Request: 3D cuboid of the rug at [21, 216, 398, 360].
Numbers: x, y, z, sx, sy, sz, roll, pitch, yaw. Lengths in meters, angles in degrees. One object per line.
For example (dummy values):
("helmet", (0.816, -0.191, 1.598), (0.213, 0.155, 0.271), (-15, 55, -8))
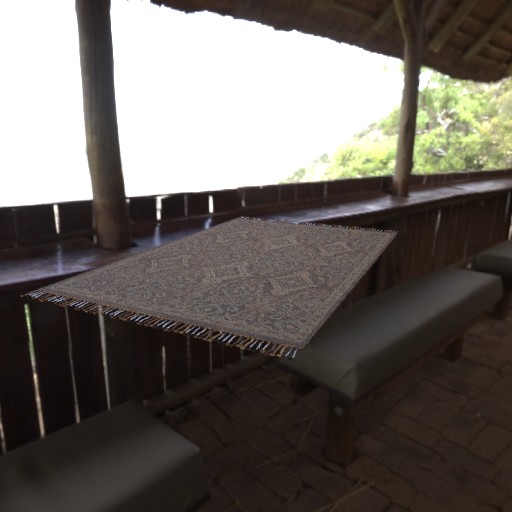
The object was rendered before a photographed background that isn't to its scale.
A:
("rug", (0.000, 0.000, 3.015), (1.516, 0.010, 2.434), (8, 18, 25))
